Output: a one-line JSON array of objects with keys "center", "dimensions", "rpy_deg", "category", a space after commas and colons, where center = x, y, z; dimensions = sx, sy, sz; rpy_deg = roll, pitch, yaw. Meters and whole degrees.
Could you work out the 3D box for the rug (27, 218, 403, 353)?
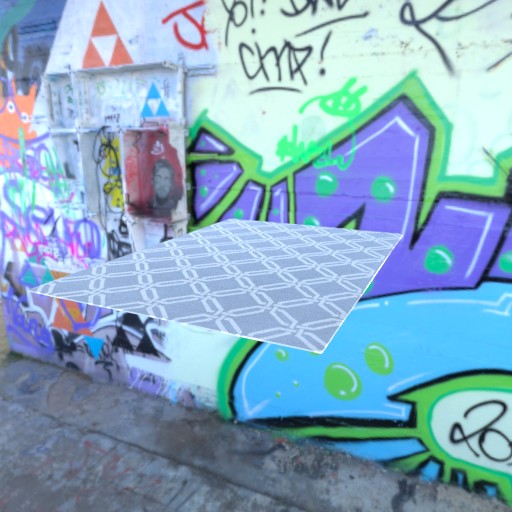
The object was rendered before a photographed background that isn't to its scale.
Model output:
[{"center": [0.000, 0.000, 2.811], "dimensions": [1.522, 0.013, 2.133], "rpy_deg": [7, 17, 24], "category": "rug"}]
